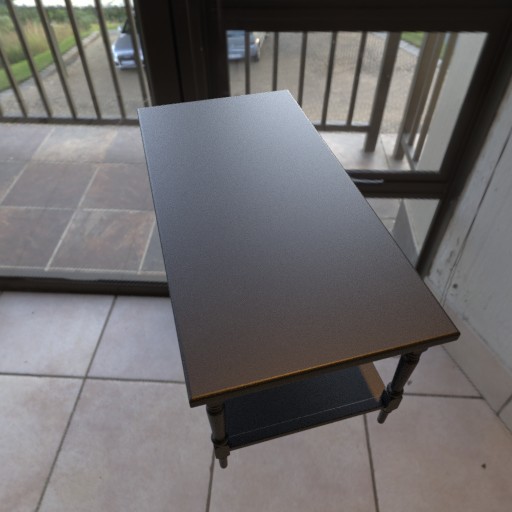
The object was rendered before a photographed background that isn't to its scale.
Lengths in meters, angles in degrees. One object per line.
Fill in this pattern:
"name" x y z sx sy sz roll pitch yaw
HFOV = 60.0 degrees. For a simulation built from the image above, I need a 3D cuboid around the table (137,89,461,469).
"table" 0.000 0.000 1.389 0.550 0.510 1.107 -11 47 -11
